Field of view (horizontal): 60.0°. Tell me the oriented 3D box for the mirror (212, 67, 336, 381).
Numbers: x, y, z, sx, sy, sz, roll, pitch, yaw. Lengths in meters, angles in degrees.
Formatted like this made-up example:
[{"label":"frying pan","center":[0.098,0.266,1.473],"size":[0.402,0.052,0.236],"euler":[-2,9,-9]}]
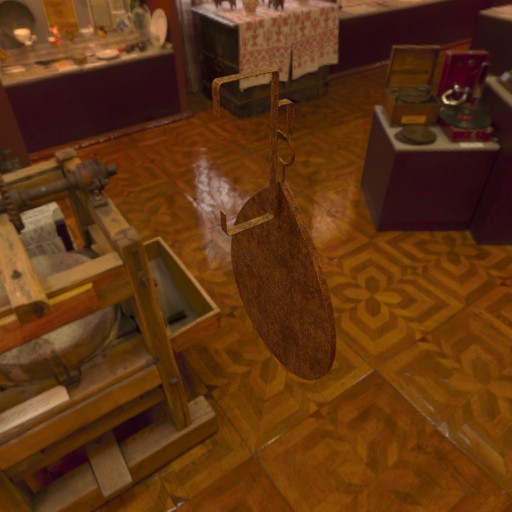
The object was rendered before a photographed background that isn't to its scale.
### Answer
[{"label":"mirror","center":[0.000,0.000,0.922],"size":[0.144,0.744,0.405],"euler":[-23,46,-24]}]
